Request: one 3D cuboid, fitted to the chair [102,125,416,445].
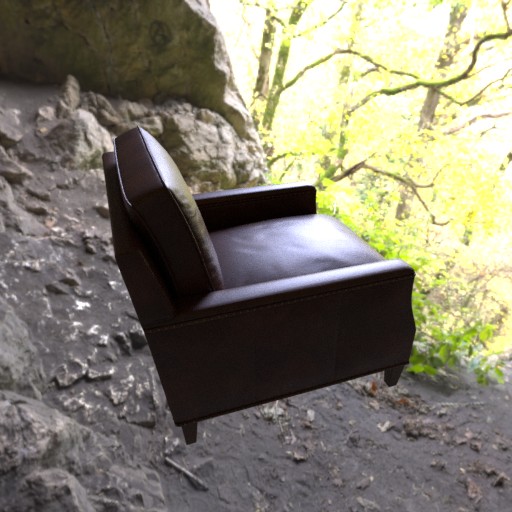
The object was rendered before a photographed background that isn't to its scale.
[{"bbox_3d":[0.000,0.000,1.733,1.014,0.929,0.853,-10,32,-16],"label":"chair"}]
